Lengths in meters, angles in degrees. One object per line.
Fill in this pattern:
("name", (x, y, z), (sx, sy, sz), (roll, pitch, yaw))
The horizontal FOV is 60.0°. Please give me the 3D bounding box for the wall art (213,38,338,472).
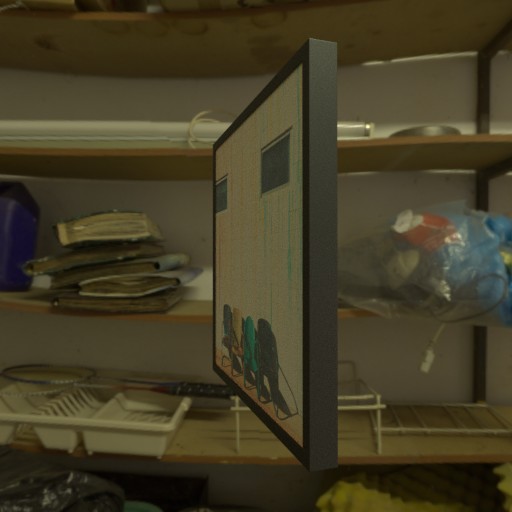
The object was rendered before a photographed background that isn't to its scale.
("wall art", (0.000, 0.000, 0.762), (0.037, 0.506, 0.506), (0, -1, -18))
